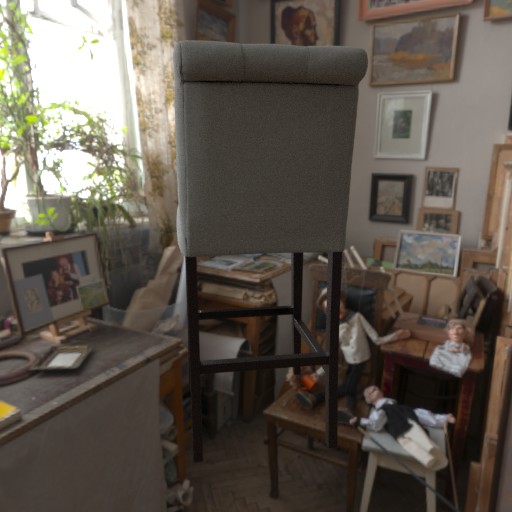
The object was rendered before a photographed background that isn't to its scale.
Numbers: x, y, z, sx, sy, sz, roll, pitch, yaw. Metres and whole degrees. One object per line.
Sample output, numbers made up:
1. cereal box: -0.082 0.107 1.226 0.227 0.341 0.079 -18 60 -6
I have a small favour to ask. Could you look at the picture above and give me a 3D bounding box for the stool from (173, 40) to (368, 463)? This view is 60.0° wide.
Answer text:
1. stool: 0.000 0.000 1.412 0.493 1.140 0.601 -2 13 -9
